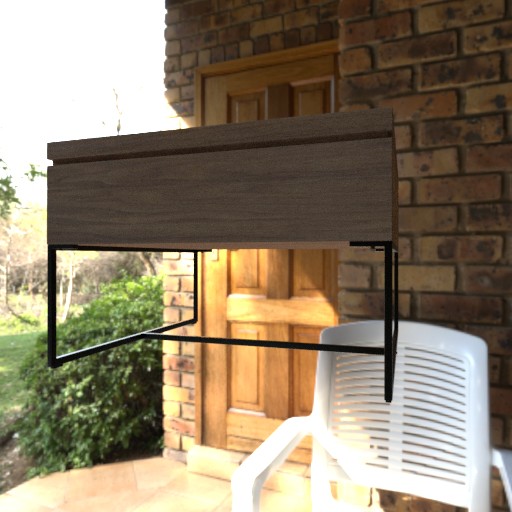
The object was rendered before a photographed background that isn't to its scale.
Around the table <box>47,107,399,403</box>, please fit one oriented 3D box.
[{"bbox_3d":[0.000,0.000,1.118,0.679,0.464,0.676,0,0,19],"label":"table"}]
